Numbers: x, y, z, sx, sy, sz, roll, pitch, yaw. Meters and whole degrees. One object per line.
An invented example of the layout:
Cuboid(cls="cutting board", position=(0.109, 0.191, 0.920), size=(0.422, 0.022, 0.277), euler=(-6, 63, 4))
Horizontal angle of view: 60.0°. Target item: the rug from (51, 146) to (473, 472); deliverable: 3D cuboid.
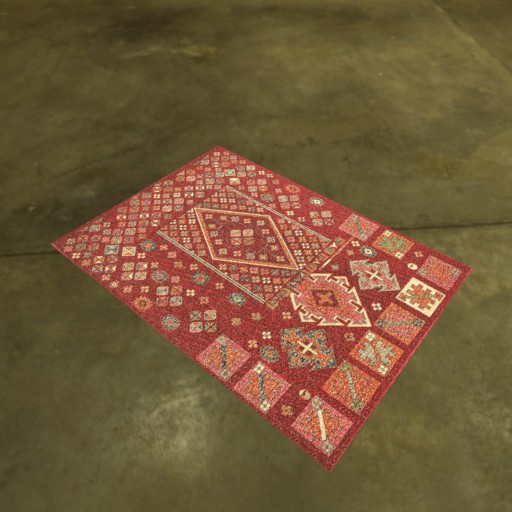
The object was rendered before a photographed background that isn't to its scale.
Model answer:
Cuboid(cls="rug", position=(0.000, 0.000, 2.823), size=(2.184, 0.007, 1.579), euler=(31, 53, 27))
